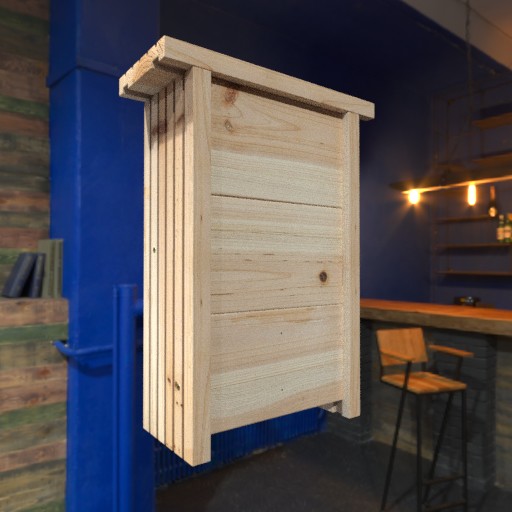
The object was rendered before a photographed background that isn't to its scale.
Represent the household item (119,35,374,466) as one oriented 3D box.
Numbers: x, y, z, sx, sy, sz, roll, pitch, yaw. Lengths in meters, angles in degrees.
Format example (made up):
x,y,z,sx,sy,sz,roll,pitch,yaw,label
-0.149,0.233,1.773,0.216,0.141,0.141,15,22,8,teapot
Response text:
x,y,z,sx,sy,sz,roll,pitch,yaw,label
0.000,0.000,0.547,0.301,0.407,0.123,1,-1,-36,household item
